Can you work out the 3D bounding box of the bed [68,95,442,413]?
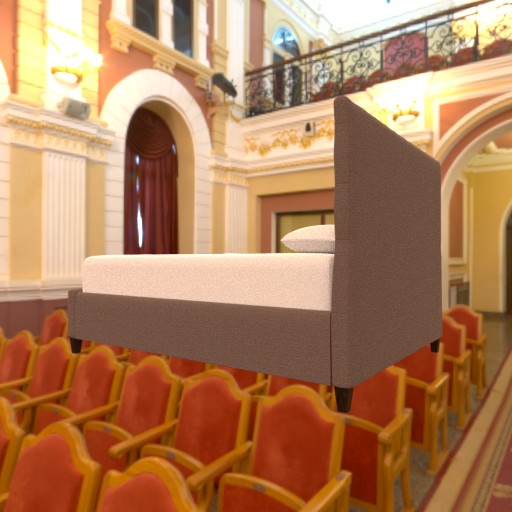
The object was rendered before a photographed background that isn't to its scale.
[{"bbox_3d":[0.000,0.000,3.283,2.233,1.426,1.696,0,-1,36],"label":"bed"}]
